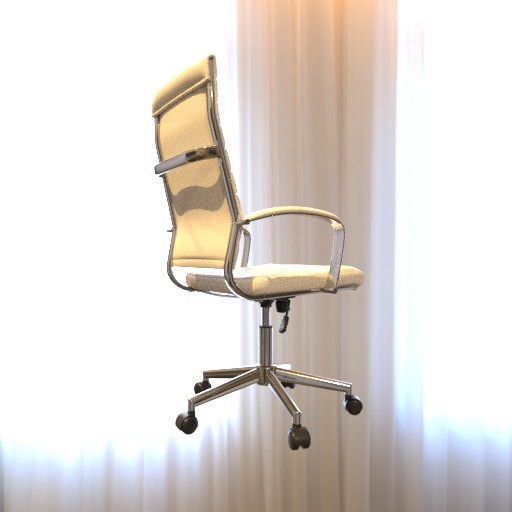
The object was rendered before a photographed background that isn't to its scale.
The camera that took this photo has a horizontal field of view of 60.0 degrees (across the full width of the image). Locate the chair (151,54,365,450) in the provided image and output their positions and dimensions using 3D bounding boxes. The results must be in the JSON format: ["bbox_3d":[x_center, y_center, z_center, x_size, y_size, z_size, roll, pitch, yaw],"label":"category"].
[{"bbox_3d":[0.000,0.000,1.602,0.679,1.149,0.679,0,0,-35],"label":"chair"}]
